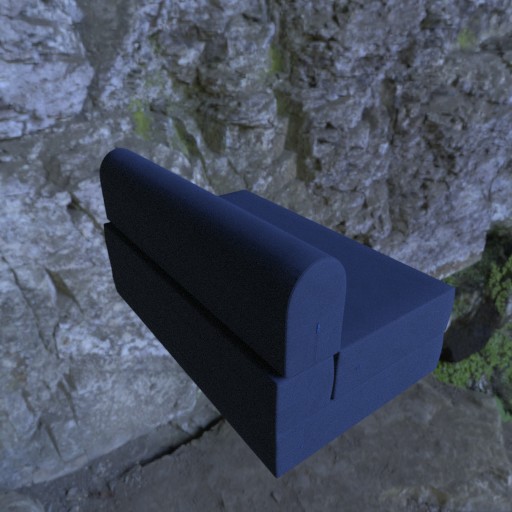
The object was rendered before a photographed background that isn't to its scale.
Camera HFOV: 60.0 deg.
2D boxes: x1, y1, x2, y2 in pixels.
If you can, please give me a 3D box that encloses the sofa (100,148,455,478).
[{"bbox_3d":[0.000,0.000,1.686,0.762,0.660,1.219,-19,33,-32],"label":"sofa"}]
